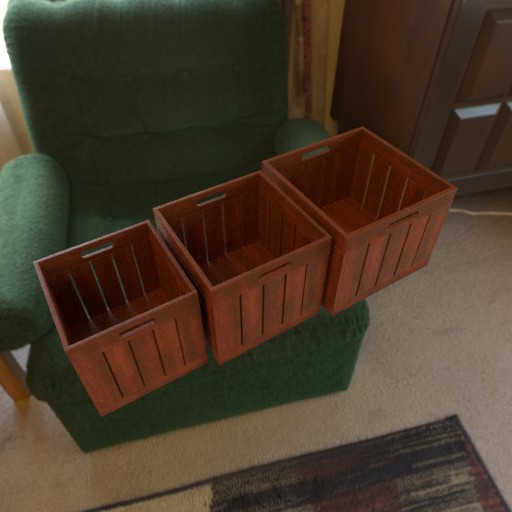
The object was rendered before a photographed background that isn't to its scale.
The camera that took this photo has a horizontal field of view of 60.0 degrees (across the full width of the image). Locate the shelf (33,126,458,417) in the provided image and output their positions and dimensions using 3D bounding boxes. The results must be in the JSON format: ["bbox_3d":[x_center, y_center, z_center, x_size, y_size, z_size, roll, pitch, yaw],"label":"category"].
[{"bbox_3d":[0.000,0.000,1.255,1.064,0.311,0.393,-24,50,-22],"label":"shelf"}]
